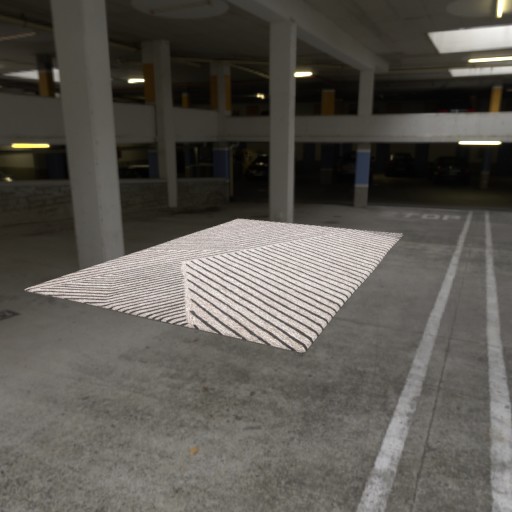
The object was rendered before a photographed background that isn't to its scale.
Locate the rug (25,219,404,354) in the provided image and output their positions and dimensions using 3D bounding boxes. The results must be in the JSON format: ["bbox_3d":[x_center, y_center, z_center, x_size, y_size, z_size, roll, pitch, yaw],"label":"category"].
[{"bbox_3d":[0.000,0.000,2.360,1.237,0.019,1.842,7,17,26],"label":"rug"}]
